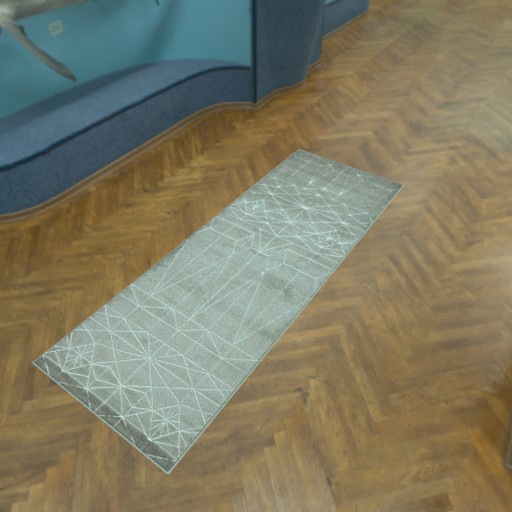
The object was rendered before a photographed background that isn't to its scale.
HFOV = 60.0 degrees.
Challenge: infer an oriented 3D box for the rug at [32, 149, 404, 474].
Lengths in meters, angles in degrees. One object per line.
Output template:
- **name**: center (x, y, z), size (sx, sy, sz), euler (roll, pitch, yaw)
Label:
- **rug**: center (0.000, 0.000, 2.591), size (0.864, 0.012, 2.388), euler (26, 49, 25)
